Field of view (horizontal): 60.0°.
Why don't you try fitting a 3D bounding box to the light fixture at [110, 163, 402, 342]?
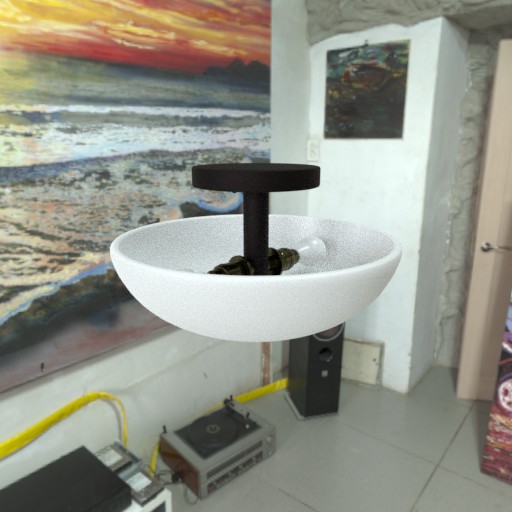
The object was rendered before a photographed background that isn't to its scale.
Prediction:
[{"bbox_3d":[0.000,0.000,0.531,0.331,0.212,0.331,0,15,0],"label":"light fixture"}]
